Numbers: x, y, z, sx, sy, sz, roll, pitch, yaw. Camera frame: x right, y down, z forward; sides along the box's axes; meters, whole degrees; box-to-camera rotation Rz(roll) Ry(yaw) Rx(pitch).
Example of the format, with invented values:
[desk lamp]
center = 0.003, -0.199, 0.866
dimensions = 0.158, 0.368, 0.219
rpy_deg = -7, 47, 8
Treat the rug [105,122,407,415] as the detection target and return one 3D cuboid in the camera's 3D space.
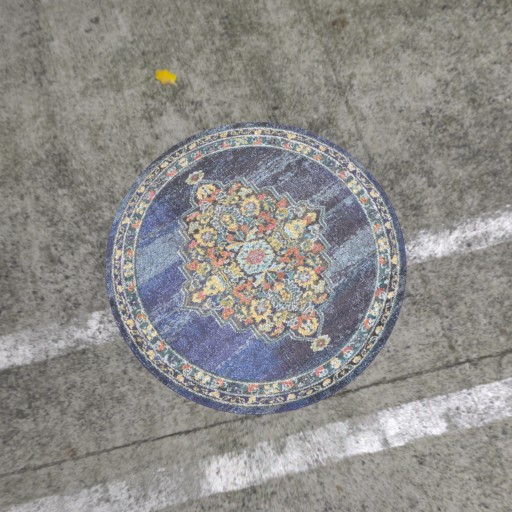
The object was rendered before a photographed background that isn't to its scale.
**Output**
[rug]
center = 0.000, 0.000, 2.348
dimensions = 1.591, 0.010, 1.591
rpy_deg = 0, 75, 0
